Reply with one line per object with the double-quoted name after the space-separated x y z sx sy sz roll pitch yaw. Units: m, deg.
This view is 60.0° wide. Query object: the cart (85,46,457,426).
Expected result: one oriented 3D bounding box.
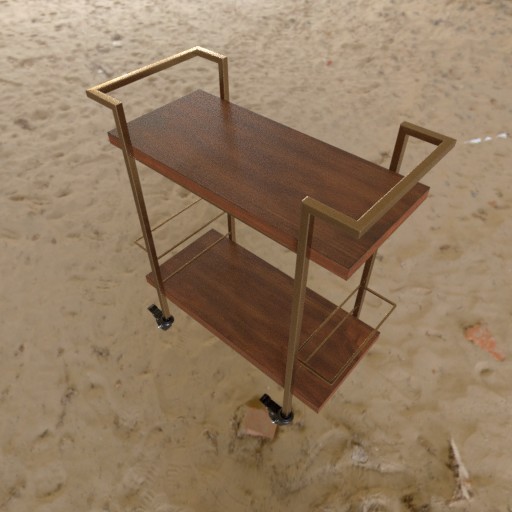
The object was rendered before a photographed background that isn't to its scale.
0.000 0.000 1.165 0.695 0.807 0.364 32 53 27 "cart"
